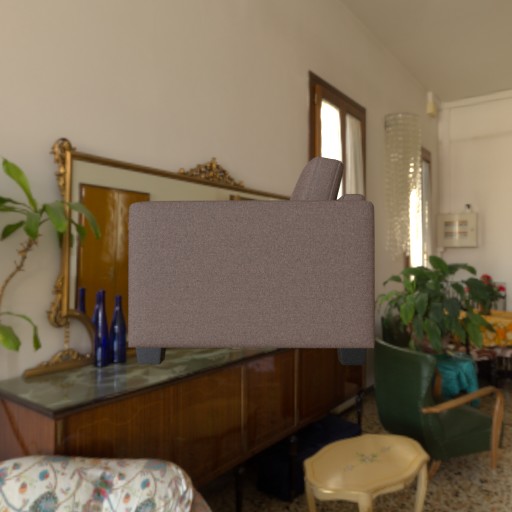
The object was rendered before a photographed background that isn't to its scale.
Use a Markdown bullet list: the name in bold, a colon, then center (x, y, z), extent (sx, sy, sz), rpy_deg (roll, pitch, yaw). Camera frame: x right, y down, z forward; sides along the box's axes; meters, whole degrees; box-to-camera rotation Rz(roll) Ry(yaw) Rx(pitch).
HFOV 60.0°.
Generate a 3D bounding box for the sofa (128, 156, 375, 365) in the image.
- **sofa**: center (0.000, 0.000, 2.651), extent (0.900, 0.806, 2.160), rpy_deg (0, -1, 1)
